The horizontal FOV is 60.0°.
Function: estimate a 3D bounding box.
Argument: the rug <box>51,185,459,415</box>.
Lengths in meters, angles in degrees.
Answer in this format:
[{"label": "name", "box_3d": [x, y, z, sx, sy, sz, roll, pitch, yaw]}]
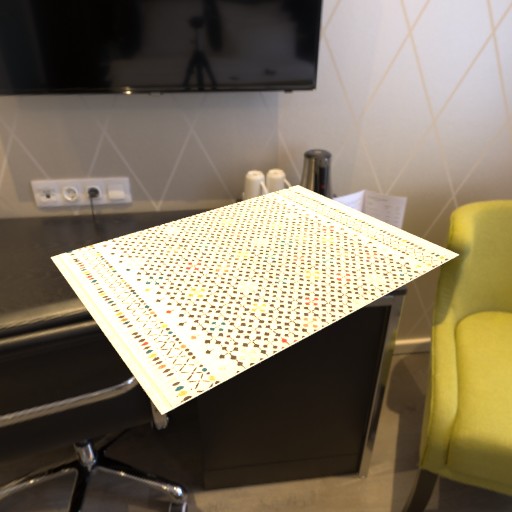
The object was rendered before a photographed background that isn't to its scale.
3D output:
[{"label": "rug", "box_3d": [0.000, 0.000, 2.098, 1.556, 0.006, 1.146, -21, 36, -32]}]
